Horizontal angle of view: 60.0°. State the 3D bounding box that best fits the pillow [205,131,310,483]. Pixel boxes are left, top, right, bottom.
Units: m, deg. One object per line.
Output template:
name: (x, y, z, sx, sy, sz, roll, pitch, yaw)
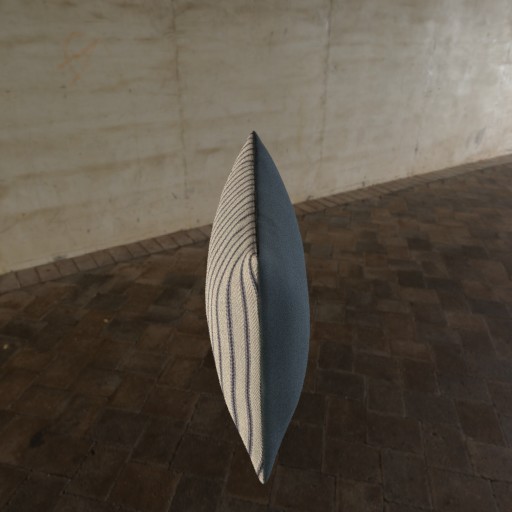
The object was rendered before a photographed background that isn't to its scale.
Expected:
pillow: (0.000, 0.000, 0.724, 0.151, 0.305, 0.609, 0, 27, -1)
